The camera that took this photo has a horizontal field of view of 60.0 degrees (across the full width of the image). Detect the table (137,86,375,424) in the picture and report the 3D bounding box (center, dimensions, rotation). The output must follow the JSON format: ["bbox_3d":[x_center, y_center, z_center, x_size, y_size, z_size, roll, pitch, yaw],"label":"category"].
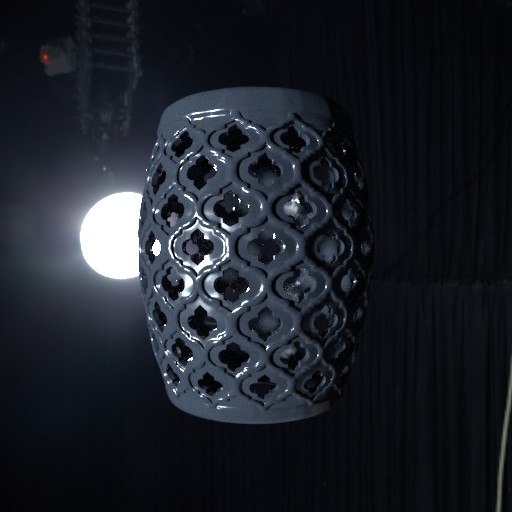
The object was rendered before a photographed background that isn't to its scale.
[{"bbox_3d":[0.000,0.000,0.629,0.325,0.388,0.325,0,0,0],"label":"table"}]
